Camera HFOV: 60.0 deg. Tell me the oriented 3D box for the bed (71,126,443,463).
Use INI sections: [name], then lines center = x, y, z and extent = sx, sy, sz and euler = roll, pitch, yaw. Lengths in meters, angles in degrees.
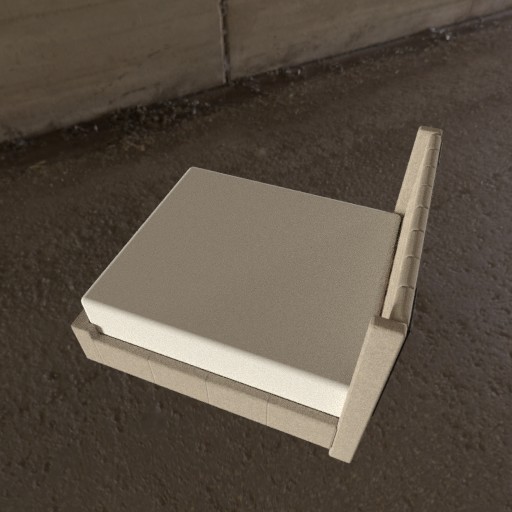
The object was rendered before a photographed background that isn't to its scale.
[bed]
center = 0.000, 0.000, 3.692
extent = 2.370, 1.743, 2.045
euler = 15, 48, 14
